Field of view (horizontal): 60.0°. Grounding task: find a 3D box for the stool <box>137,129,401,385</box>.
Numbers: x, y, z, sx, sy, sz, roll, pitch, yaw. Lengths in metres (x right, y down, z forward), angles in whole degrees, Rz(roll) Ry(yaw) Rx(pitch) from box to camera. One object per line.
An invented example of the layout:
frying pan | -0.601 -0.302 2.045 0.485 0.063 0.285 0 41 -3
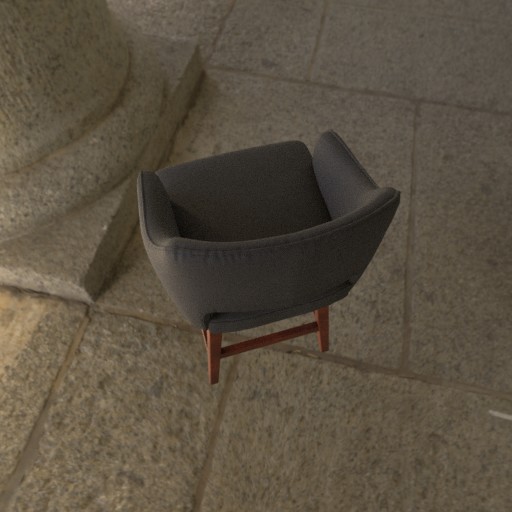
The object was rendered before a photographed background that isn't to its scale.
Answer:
stool | 0.000 0.000 1.245 0.548 0.912 0.558 -14 60 -8
